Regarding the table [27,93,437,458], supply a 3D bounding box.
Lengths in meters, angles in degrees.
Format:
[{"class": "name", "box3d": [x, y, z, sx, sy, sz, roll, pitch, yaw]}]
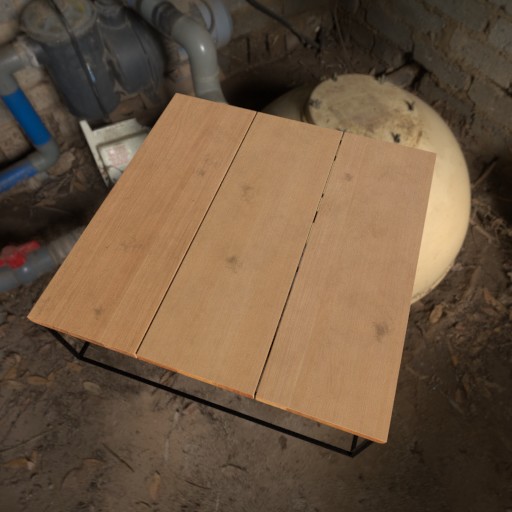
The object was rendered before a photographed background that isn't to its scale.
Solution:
[{"class": "table", "box3d": [0.000, 0.000, 1.700, 1.100, 0.400, 1.100, 16, 60, 10]}]
